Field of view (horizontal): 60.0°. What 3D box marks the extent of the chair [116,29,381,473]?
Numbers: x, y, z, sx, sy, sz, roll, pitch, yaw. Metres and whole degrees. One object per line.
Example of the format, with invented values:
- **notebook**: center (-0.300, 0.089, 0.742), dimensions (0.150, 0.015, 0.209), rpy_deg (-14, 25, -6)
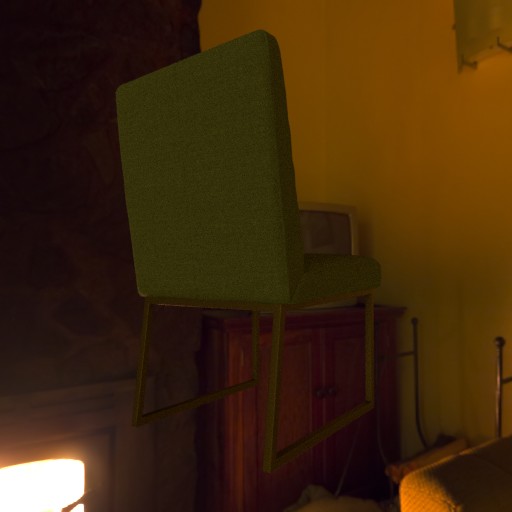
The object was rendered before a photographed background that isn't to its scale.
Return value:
- **chair**: center (0.000, 0.000, 1.282), dimensions (0.520, 0.930, 0.634), rpy_deg (-1, -2, 37)
